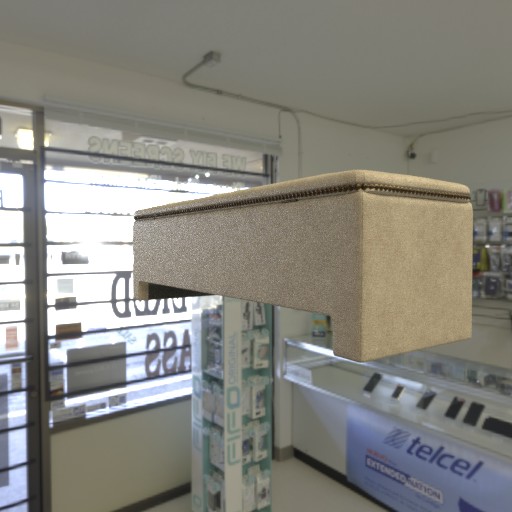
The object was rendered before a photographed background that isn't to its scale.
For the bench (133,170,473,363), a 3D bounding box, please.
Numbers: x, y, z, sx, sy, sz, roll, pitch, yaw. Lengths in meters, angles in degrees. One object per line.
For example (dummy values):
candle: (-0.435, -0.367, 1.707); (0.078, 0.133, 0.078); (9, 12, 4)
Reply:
bench: (0.000, 0.000, 1.707); (0.470, 0.447, 1.482); (-1, 2, -35)
